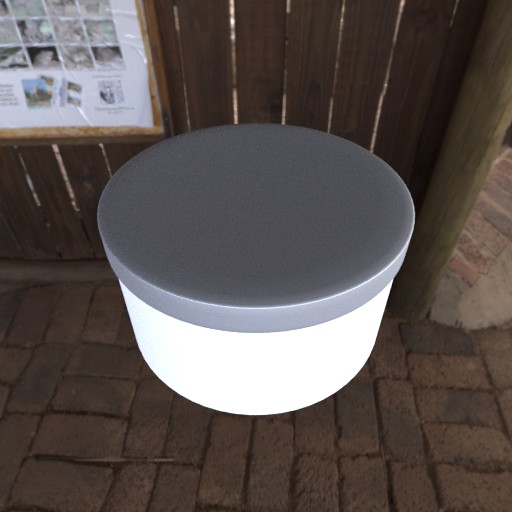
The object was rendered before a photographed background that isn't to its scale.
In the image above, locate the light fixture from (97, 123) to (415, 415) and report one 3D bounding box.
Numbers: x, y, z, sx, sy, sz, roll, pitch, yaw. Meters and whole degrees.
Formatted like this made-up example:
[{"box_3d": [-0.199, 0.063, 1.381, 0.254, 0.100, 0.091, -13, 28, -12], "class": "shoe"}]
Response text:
[{"box_3d": [0.000, 0.000, 0.642, 0.393, 0.229, 0.393, 0, 42, 0], "class": "light fixture"}]
